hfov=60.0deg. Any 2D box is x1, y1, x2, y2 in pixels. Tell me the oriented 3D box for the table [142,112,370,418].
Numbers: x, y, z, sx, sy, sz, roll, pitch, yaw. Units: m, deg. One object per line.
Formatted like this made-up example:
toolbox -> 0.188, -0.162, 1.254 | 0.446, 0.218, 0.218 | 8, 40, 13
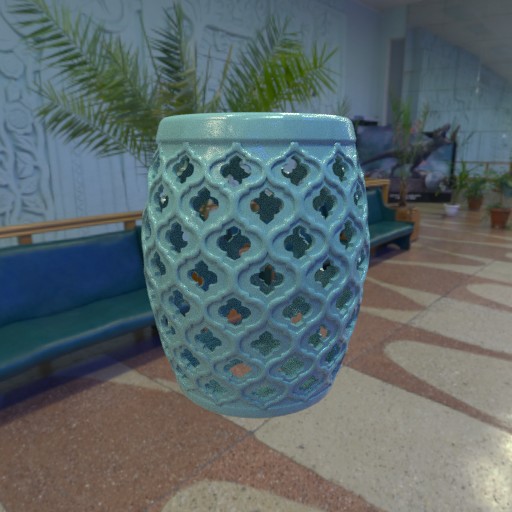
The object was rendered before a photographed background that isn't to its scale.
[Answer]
table -> 0.000, 0.000, 0.656 | 0.325, 0.388, 0.325 | 0, 14, 0
